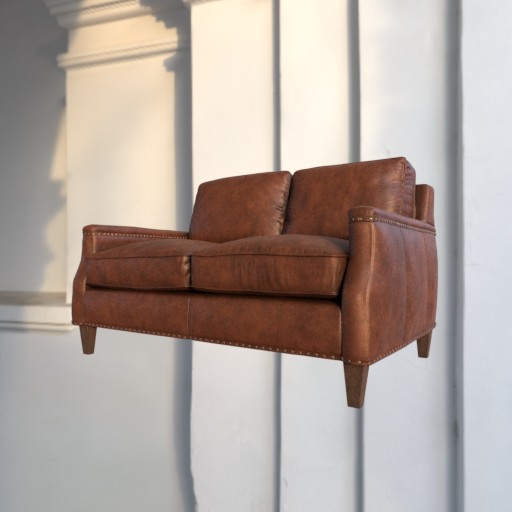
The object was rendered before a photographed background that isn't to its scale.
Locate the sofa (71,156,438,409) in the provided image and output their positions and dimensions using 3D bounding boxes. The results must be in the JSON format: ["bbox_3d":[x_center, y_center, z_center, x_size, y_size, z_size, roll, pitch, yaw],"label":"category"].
[{"bbox_3d":[0.000,0.000,2.264,1.628,1.003,1.083,0,0,34],"label":"sofa"}]
